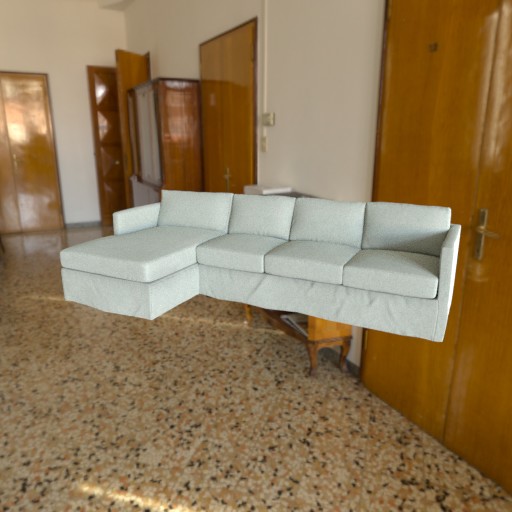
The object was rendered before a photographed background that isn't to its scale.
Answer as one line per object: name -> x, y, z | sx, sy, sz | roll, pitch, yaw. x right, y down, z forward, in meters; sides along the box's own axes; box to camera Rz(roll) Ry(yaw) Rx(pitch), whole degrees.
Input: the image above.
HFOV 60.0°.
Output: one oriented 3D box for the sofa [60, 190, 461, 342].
sofa -> 0.000, 0.000, 3.926 | 3.205, 0.922, 1.650 | 8, 17, 26
